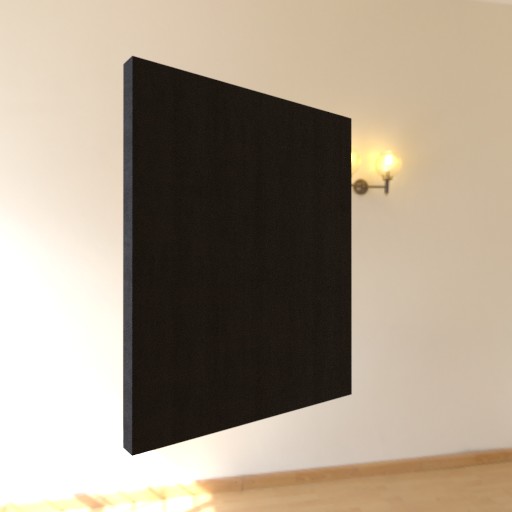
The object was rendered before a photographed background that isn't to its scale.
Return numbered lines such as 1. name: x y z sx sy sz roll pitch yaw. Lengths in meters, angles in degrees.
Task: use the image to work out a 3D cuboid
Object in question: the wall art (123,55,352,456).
1. wall art: 0.000 0.000 0.762 0.455 0.552 0.034 0 0 -37
